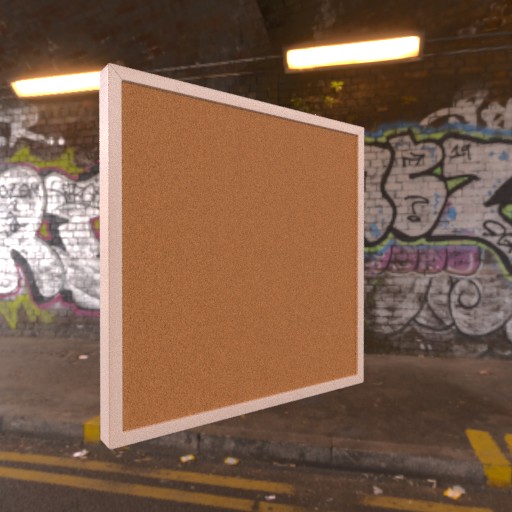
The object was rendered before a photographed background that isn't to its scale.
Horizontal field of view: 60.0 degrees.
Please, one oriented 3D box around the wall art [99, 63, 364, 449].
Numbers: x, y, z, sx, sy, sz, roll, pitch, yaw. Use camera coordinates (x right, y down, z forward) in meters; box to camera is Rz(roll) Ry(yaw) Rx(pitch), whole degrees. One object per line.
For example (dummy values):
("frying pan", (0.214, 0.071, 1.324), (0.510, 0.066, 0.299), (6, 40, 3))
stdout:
("wall art", (0.000, 0.000, 0.746), (0.508, 0.508, 0.038), (0, 1, -37))
